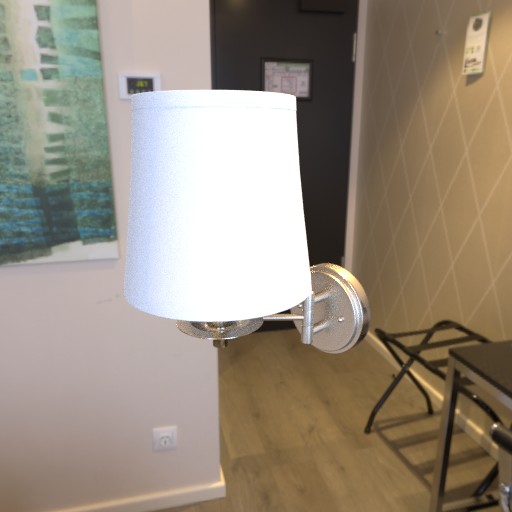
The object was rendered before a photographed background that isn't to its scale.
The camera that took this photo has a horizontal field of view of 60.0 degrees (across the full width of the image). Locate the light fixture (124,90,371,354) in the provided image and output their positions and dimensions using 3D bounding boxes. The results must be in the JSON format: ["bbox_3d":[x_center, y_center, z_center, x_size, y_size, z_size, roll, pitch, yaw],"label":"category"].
[{"bbox_3d":[0.000,0.000,0.575,0.348,0.381,0.223,-14,21,-42],"label":"light fixture"}]
